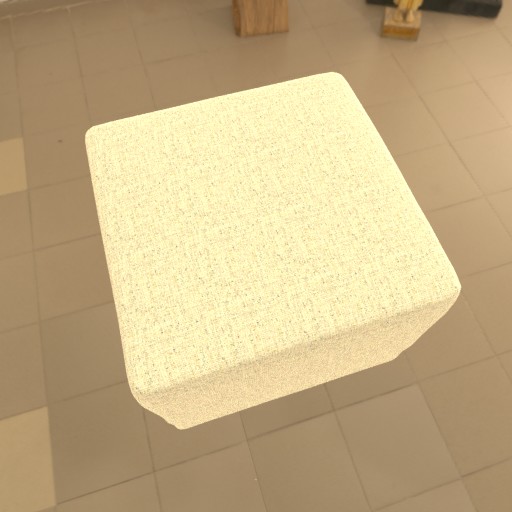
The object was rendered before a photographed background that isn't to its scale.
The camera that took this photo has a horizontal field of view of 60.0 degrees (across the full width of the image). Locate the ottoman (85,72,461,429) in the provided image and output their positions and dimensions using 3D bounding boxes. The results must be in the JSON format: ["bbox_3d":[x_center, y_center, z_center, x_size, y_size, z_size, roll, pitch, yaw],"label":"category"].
[{"bbox_3d":[0.000,0.000,0.905,0.521,0.453,0.512,-16,64,-8],"label":"ottoman"}]
